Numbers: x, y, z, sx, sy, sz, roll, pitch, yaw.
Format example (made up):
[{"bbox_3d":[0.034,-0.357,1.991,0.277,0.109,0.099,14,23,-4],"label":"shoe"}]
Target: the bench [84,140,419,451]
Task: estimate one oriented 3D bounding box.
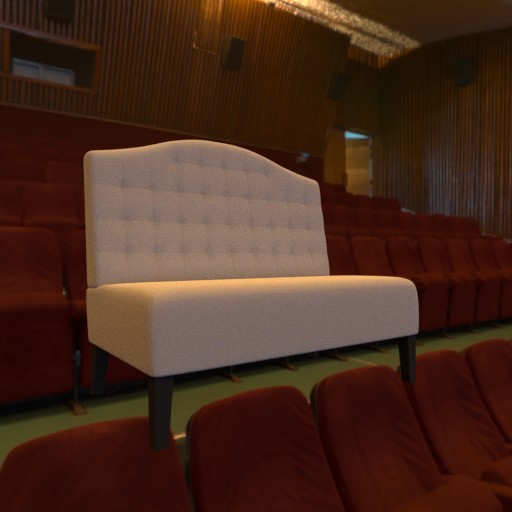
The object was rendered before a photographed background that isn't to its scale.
[{"bbox_3d":[0.000,0.000,2.023,1.335,1.180,0.815,0,0,-35],"label":"bench"}]
